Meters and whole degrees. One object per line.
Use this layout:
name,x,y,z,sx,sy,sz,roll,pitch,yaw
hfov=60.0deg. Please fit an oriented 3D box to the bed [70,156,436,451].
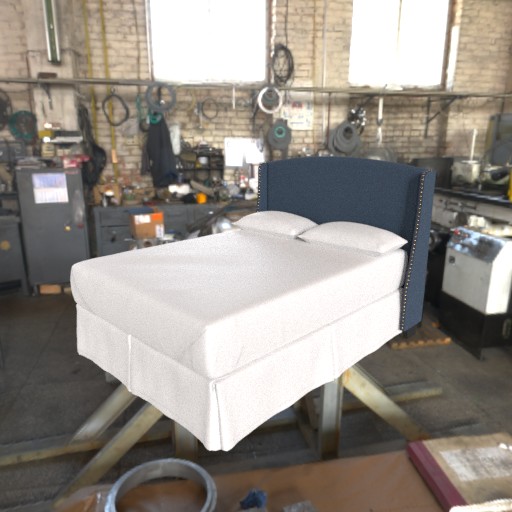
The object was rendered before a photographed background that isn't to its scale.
bed,0.000,0.000,3.351,1.710,1.407,2.237,14,21,42
